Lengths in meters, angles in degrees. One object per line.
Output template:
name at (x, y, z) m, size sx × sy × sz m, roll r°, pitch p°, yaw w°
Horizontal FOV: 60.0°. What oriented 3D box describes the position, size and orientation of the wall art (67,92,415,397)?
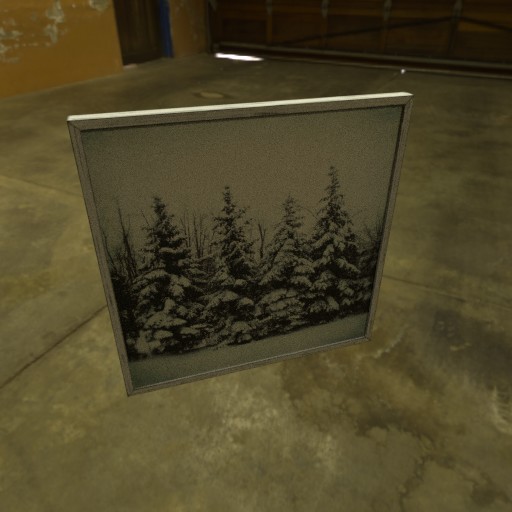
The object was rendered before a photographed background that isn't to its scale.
wall art at (0.000, 0.000, 1.148) m, size 0.761 × 0.761 × 0.037 m, roll -9°, pitch 33°, yaw -15°
